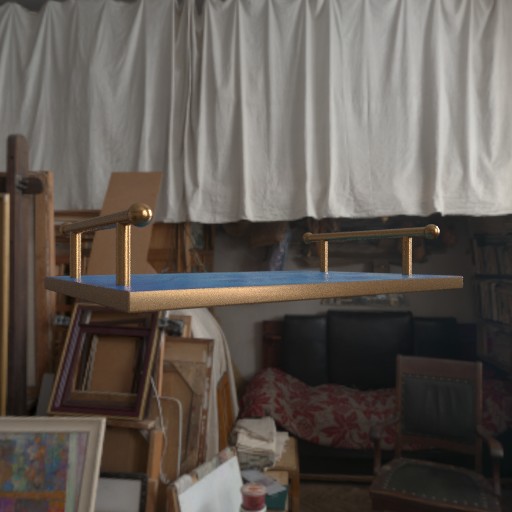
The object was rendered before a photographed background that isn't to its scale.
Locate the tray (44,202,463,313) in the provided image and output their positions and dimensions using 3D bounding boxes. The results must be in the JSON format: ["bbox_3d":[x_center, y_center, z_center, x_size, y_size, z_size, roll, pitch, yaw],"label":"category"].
[{"bbox_3d":[0.000,0.000,0.569,0.444,0.084,0.304,0,0,-36],"label":"tray"}]
